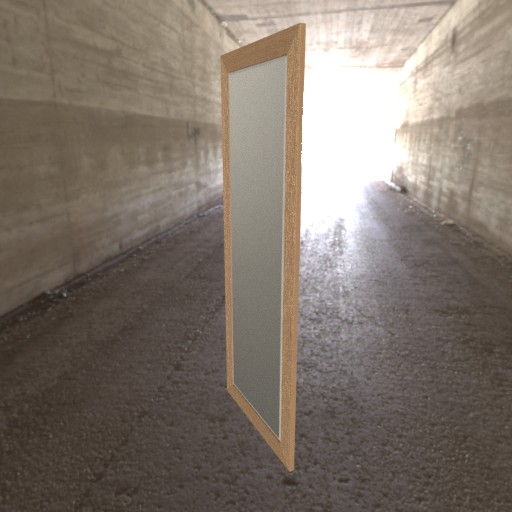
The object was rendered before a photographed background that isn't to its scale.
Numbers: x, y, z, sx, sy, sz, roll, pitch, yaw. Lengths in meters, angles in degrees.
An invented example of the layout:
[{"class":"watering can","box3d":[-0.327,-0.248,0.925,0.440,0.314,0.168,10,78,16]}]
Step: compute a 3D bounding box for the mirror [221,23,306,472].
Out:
[{"class":"mirror","box3d":[0.000,0.000,2.301,0.026,2.031,0.812,-7,17,-25]}]
